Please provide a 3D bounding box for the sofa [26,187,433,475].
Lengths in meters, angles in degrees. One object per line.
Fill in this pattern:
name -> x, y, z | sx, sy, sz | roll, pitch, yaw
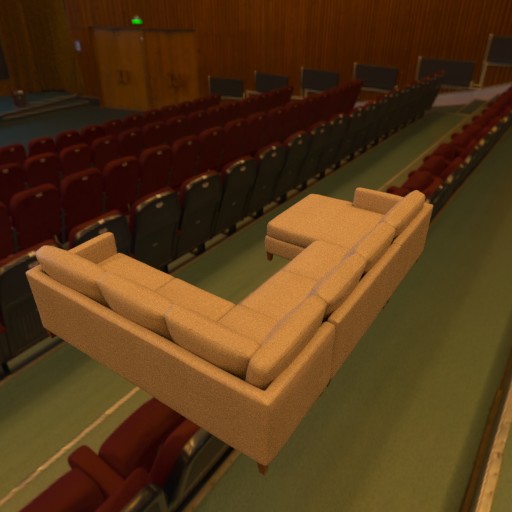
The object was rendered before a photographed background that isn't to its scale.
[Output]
sofa -> 0.000, 0.000, 4.582 | 2.594, 0.961, 3.460 | 20, 37, 29
